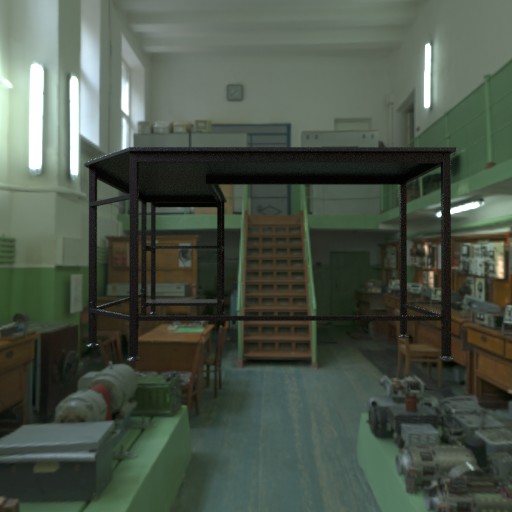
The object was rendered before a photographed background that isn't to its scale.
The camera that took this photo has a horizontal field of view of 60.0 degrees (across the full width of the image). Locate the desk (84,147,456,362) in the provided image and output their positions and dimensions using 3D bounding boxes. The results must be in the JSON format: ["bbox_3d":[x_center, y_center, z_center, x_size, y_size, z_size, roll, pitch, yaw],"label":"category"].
[{"bbox_3d":[0.000,0.000,2.215,1.379,0.739,1.379,0,0,0],"label":"desk"}]
